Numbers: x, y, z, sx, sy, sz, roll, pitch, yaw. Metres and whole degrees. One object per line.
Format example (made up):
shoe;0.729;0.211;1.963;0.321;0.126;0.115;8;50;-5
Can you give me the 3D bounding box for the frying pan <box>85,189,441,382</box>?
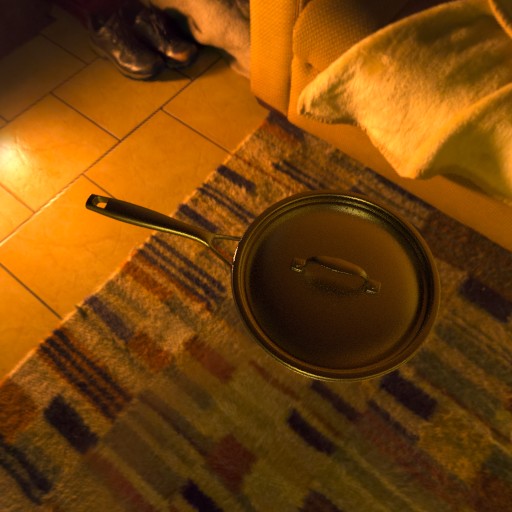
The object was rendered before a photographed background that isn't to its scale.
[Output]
frying pan;0.000;0.000;0.604;0.490;0.086;0.272;17;65;8
